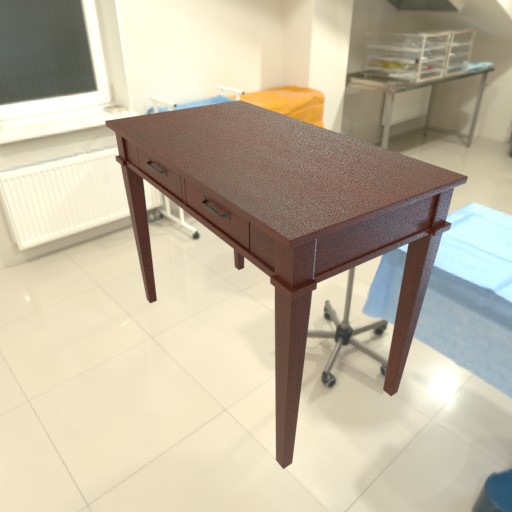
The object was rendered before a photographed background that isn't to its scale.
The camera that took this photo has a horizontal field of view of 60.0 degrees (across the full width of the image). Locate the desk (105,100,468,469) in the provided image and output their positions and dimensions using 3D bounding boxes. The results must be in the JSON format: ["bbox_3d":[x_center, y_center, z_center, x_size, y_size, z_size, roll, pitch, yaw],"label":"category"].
[{"bbox_3d":[0.000,0.000,1.482,0.549,0.762,1.001,-20,37,-29],"label":"desk"}]
